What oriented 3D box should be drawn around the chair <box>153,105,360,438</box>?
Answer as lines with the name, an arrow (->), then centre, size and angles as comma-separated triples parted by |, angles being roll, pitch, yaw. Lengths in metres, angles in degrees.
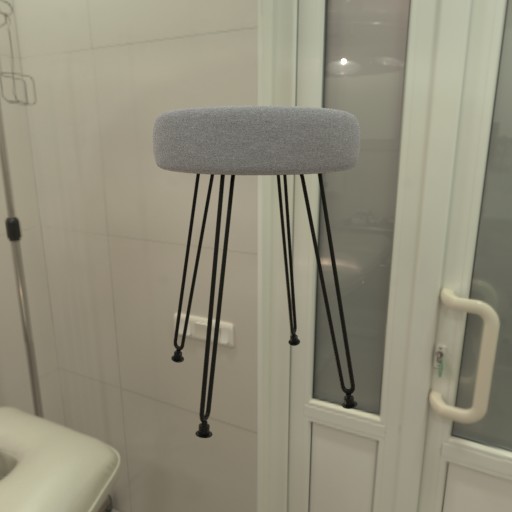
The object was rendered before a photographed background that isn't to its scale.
chair -> 0.000, 0.000, 0.702 | 0.350, 0.440, 0.350 | 7, 16, 26
